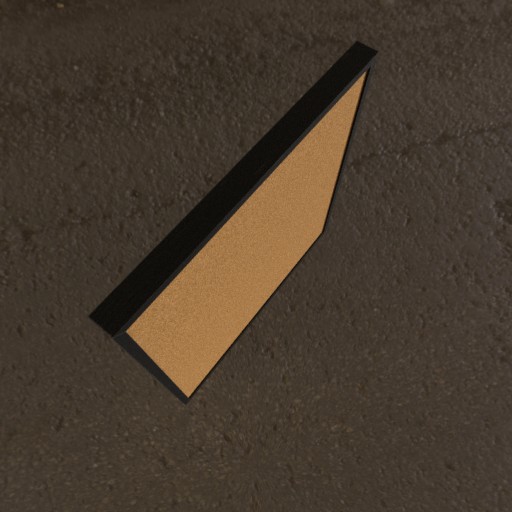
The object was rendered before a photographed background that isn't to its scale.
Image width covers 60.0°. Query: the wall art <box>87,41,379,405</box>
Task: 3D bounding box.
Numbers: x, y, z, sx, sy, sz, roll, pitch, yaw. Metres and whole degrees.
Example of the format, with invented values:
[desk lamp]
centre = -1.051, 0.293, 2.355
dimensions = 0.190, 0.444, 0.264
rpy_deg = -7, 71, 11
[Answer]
[wall art]
centre = 0.000, 0.000, 0.752
dimensions = 0.036, 0.506, 0.506
rpy_deg = 35, 69, 15
